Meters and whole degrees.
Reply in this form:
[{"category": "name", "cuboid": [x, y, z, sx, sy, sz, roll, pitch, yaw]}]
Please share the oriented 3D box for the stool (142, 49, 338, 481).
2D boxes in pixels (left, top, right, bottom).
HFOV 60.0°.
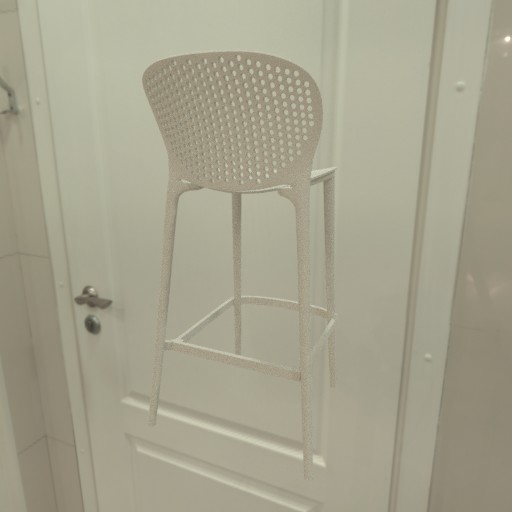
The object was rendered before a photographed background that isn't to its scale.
[{"category": "stool", "cuboid": [0.000, 0.000, 1.318, 0.536, 1.045, 0.535, 7, 17, 25]}]
